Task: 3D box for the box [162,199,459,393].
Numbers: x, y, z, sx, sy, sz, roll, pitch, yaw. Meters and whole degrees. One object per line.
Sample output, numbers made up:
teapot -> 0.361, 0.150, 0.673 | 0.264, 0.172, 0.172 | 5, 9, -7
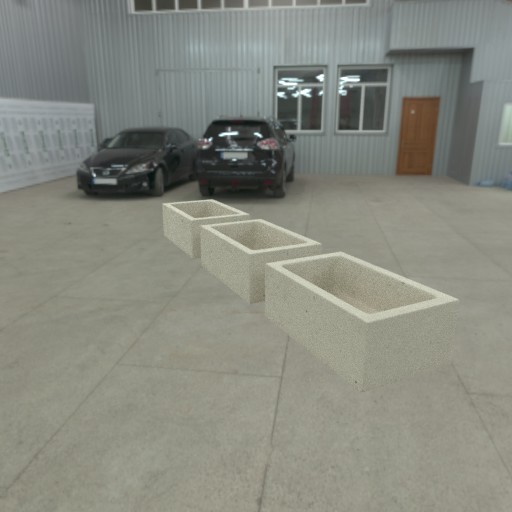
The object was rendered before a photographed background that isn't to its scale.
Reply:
box -> 0.000, 0.000, 0.492 | 0.082, 0.051, 0.461 | -8, 19, -26
